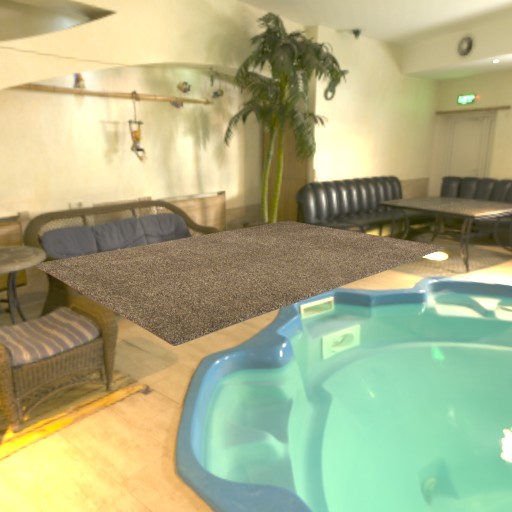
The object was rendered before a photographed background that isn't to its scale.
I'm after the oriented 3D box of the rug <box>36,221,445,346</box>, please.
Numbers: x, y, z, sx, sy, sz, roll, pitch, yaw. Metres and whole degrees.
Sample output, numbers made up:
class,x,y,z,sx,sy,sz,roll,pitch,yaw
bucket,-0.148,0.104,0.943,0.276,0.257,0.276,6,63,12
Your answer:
class,x,y,z,sx,sy,sz,roll,pitch,yaw
rug,0.000,0.000,3.475,2.699,0.026,1.802,-13,19,-42
